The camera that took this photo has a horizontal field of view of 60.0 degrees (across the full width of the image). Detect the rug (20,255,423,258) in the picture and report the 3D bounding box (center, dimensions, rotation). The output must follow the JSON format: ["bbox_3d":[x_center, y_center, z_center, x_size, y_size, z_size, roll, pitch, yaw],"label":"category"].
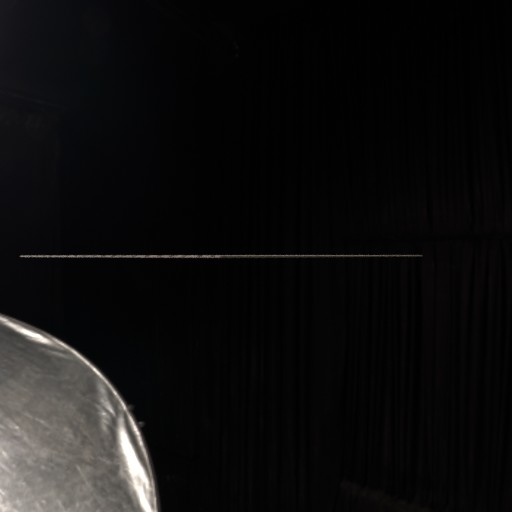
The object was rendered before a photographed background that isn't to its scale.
[{"bbox_3d":[0.000,0.000,3.021,1.523,0.008,2.438,0,0,37],"label":"rug"}]
